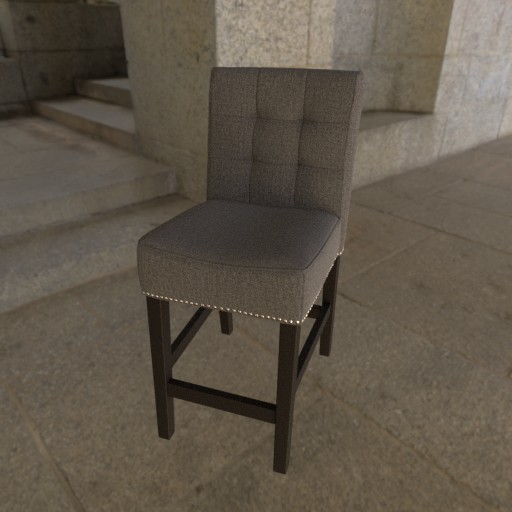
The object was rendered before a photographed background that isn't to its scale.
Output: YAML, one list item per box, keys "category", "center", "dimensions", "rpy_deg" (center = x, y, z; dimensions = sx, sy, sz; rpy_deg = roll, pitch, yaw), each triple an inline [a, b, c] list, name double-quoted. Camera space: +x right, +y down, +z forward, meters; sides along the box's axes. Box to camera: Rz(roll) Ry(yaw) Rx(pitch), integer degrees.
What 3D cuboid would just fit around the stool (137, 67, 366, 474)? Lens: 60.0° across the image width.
- category: "stool"
  center: [0.000, 0.000, 1.177]
  dimensions: [0.427, 0.885, 0.571]
  rpy_deg: [9, 29, 16]
